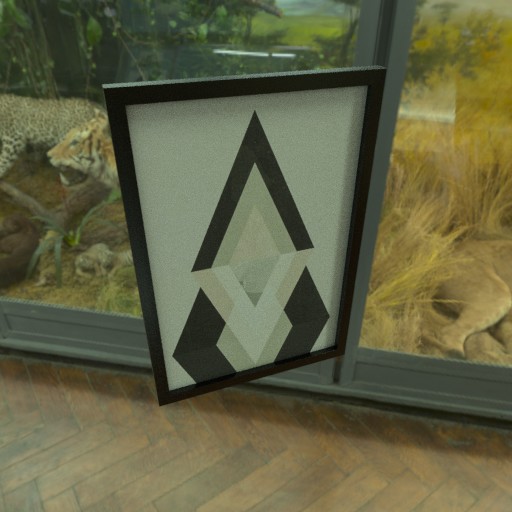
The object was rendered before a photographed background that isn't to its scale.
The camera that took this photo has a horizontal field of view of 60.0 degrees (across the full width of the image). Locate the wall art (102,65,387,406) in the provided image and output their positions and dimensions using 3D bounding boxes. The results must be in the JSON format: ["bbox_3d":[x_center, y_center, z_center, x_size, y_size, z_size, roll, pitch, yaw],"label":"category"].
[{"bbox_3d":[0.000,0.000,0.593,0.314,0.455,0.019,-11,34,-17],"label":"wall art"}]
